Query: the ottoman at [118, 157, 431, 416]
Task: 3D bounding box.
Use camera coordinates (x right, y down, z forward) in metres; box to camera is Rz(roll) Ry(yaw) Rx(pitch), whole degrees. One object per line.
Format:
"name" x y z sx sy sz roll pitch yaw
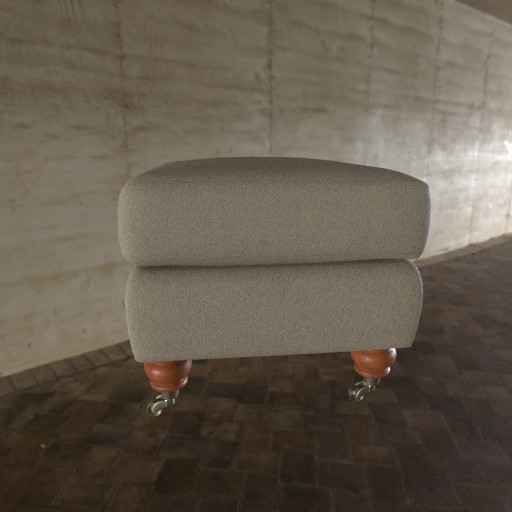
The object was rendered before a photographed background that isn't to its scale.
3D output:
"ottoman" 0.000 0.000 1.157 0.569 0.504 0.773 -2 14 -7
